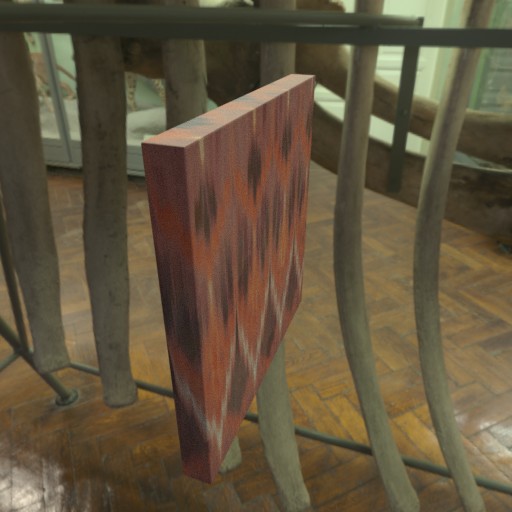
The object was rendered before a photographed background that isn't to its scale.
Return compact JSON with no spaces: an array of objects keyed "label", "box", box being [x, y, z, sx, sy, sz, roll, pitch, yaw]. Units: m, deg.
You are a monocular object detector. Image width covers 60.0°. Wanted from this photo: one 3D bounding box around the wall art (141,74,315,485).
[{"label":"wall art","box":[0.000,0.000,0.596,0.038,0.406,0.403,10,31,18]}]
